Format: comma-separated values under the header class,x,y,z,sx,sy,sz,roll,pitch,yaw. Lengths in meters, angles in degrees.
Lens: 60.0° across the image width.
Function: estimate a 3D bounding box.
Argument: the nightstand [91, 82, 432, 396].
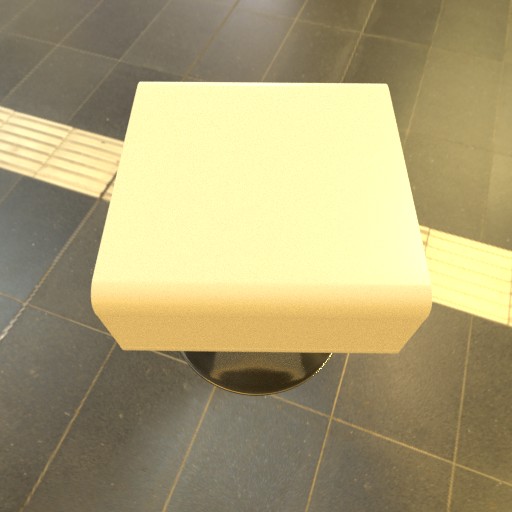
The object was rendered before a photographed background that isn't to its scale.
class,x,y,z,sx,sy,sz,roll,pitch,yaw
nightstand,0.000,0.000,0.785,0.404,0.447,0.399,1,59,0
